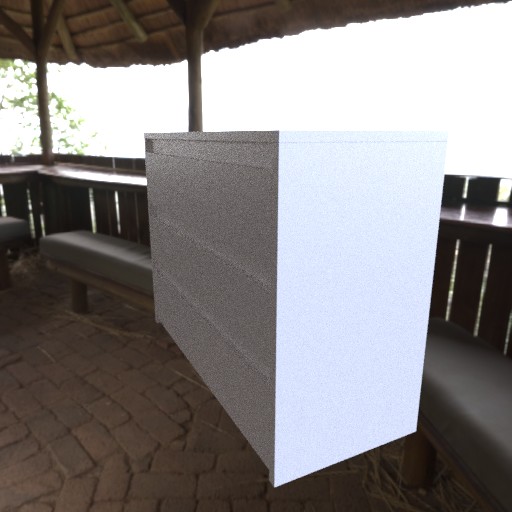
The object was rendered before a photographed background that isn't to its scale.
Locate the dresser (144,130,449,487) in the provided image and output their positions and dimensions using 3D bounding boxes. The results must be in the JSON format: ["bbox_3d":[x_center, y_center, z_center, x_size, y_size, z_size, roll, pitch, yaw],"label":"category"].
[{"bbox_3d":[0.000,0.000,1.521,0.460,0.820,1.100,-8,17,-26],"label":"dresser"}]
